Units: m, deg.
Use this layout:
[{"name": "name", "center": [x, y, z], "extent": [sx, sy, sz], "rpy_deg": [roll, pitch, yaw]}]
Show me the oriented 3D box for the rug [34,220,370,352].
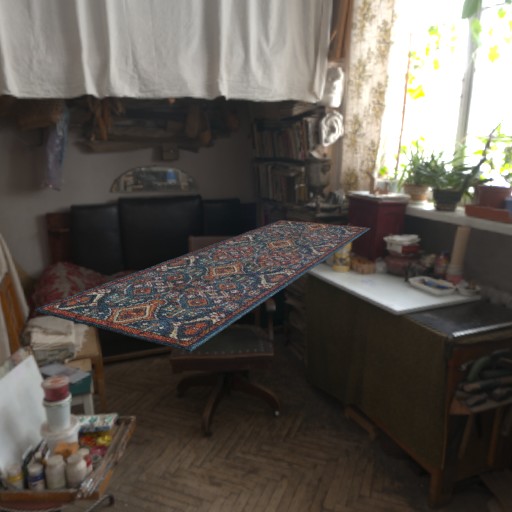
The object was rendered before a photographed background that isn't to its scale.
[{"name": "rug", "center": [0.000, 0.000, 2.706], "extent": [0.801, 0.010, 2.459], "rpy_deg": [8, 16, 27]}]
